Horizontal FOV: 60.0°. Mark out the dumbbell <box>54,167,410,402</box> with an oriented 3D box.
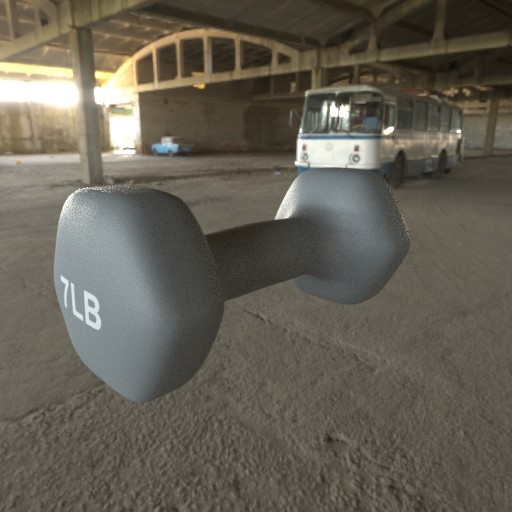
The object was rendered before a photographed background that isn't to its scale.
[{"bbox_3d":[0.000,0.000,0.226,0.184,0.081,0.090,-14,21,-42],"label":"dumbbell"}]
